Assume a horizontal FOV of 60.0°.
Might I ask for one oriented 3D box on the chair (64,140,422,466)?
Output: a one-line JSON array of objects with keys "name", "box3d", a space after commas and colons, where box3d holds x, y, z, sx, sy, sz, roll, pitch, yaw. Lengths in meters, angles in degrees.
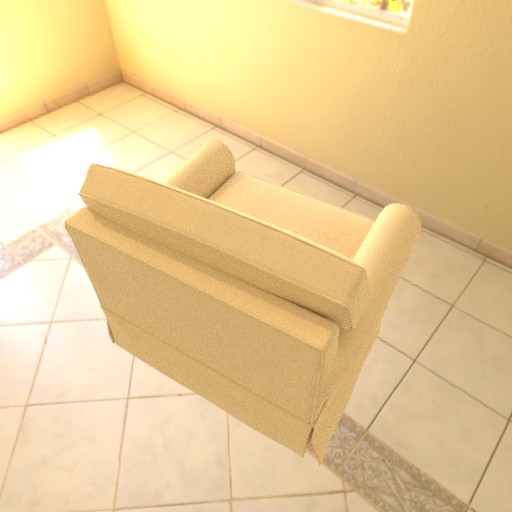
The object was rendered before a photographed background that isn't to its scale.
[{"name": "chair", "box3d": [0.000, 0.000, 1.800, 1.099, 0.958, 0.904, 24, 51, 21]}]
